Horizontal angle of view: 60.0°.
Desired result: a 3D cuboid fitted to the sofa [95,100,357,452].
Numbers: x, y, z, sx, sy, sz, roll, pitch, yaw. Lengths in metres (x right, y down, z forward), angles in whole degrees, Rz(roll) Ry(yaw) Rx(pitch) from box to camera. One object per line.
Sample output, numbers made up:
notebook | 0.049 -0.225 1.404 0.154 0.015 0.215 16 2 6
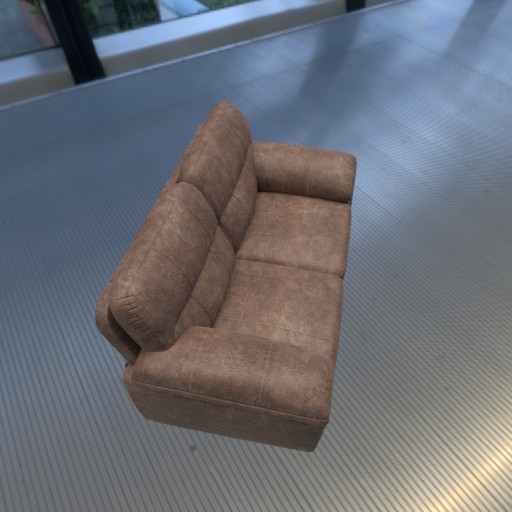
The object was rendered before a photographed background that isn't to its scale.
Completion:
sofa | 0.000 0.000 2.394 0.991 0.991 1.753 9 47 8
